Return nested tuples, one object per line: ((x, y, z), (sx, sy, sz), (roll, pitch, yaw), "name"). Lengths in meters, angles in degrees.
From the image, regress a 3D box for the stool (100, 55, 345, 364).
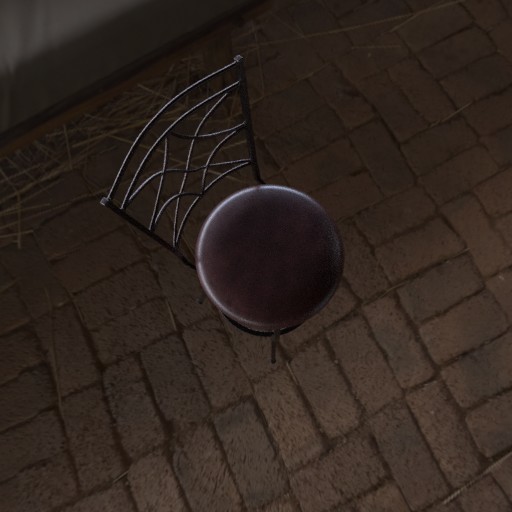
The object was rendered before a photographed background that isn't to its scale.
((0.000, 0.000, 1.420), (0.534, 1.117, 0.434), (38, 79, 9), "stool")
